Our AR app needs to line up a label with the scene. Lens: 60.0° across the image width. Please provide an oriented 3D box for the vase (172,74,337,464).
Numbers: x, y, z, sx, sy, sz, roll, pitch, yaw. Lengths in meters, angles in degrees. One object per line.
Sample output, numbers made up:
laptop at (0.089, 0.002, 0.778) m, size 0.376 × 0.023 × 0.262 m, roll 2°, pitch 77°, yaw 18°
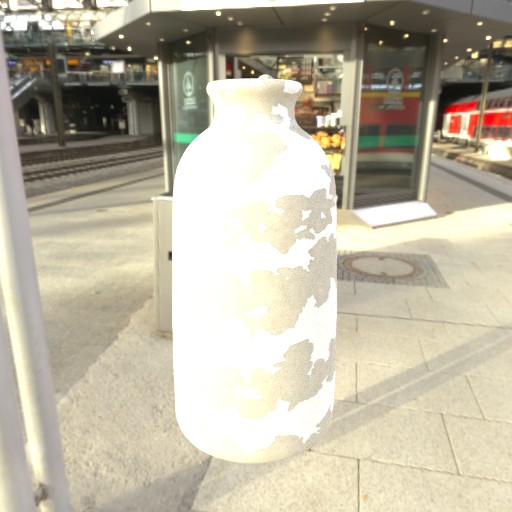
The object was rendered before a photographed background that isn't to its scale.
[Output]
vase at (0.000, 0.000, 0.486) m, size 0.186 × 0.382 × 0.203 m, roll 3°, pitch 17°, yaw 10°
